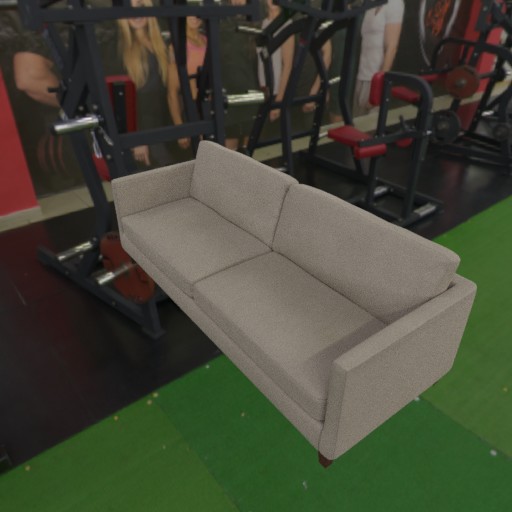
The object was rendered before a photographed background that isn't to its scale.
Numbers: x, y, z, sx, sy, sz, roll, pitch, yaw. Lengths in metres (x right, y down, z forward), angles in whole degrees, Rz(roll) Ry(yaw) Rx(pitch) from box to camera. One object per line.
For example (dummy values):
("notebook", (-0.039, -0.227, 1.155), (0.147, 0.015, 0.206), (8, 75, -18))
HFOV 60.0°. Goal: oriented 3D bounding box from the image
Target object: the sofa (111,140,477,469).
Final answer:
("sofa", (0.000, 0.000, 2.859), (0.988, 0.912, 2.404), (-22, 38, -31))
